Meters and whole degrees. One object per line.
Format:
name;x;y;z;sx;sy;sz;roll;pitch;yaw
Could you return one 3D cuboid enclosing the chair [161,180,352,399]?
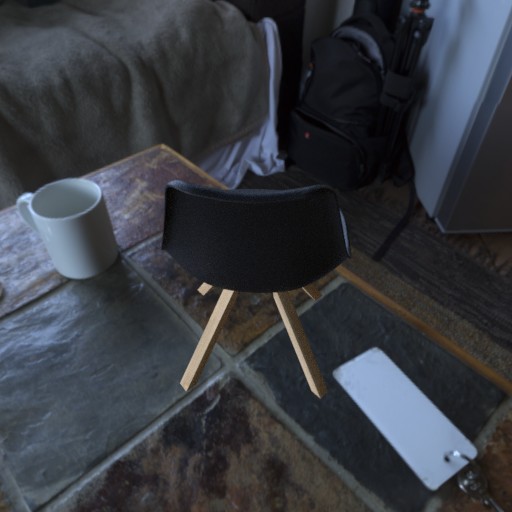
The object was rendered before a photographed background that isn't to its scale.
chair;0.000;0.000;1.193;0.485;0.850;0.549;2;46;2
